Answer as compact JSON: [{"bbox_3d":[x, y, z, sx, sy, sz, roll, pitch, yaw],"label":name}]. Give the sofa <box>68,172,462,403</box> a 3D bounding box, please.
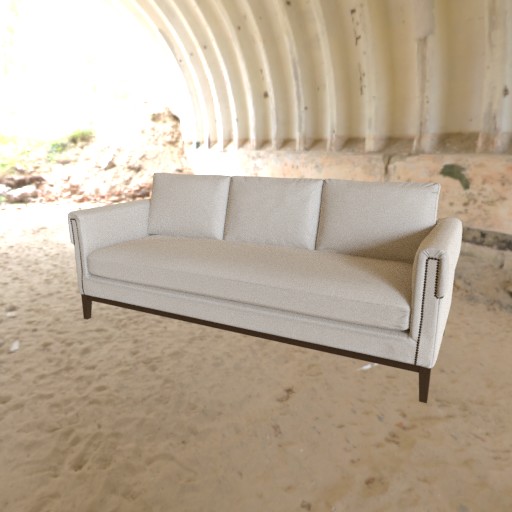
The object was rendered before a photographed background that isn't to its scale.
[{"bbox_3d":[0.000,0.000,2.672,2.198,0.911,0.902,7,16,26],"label":"sofa"}]
